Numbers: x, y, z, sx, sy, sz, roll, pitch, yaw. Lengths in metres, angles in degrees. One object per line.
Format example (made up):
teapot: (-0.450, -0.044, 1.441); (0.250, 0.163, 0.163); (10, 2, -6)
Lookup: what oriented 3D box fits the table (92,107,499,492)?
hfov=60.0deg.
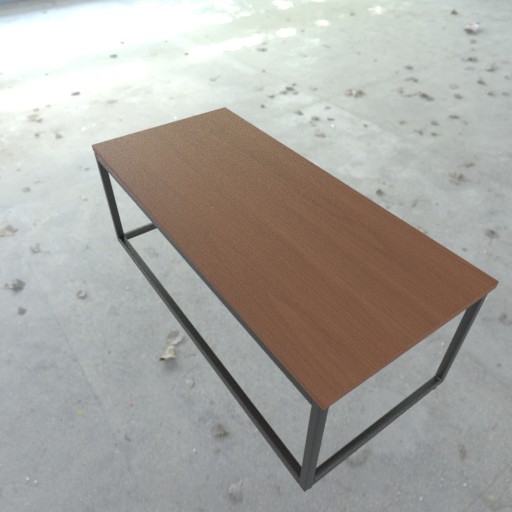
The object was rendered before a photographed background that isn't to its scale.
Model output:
table: (0.000, 0.000, 1.309); (0.500, 0.400, 1.100); (-25, 48, -25)
